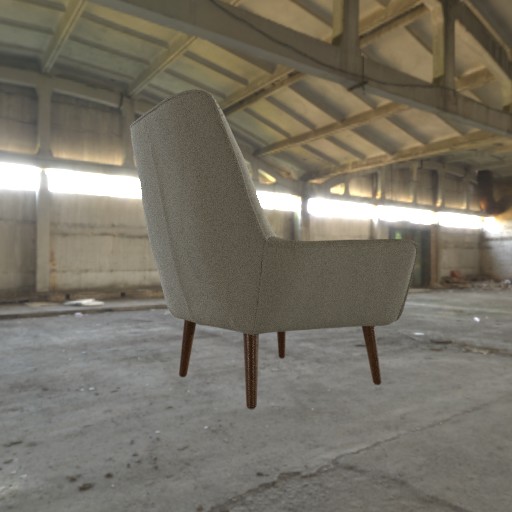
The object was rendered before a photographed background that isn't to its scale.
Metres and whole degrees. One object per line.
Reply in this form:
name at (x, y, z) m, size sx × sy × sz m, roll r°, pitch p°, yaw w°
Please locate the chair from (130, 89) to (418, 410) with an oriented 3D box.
chair at (0.000, 0.000, 1.561) m, size 0.822 × 0.888 × 0.787 m, roll 1°, pitch -1°, yaw -35°
